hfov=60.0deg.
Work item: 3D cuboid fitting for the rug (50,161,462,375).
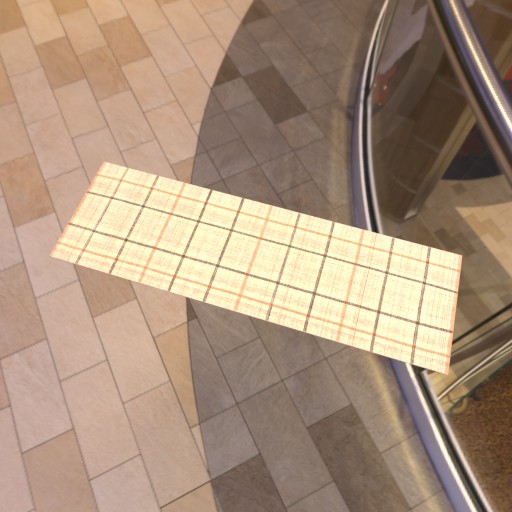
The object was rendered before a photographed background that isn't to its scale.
[{"bbox_3d":[0.000,0.000,2.747,2.439,0.008,0.762,16,65,7],"label":"rug"}]
